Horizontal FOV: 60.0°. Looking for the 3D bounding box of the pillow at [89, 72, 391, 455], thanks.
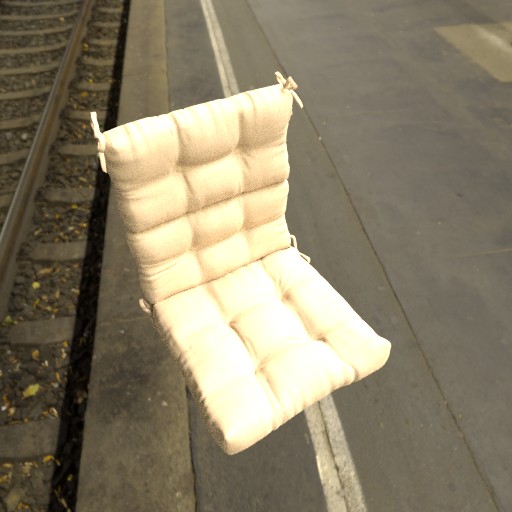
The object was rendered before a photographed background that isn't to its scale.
[{"bbox_3d":[0.000,0.000,1.032,0.519,0.605,0.571,-23,50,-21],"label":"pillow"}]
